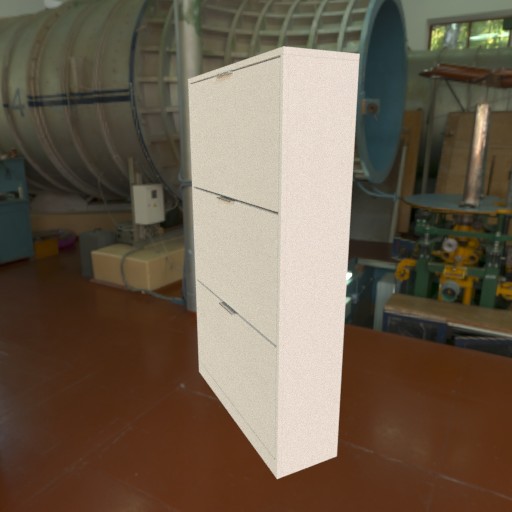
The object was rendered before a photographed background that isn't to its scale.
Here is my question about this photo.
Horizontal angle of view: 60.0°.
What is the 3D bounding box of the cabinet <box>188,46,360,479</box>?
[{"bbox_3d":[0.000,0.000,1.630,0.250,1.280,0.750,-8,17,-25],"label":"cabinet"}]
